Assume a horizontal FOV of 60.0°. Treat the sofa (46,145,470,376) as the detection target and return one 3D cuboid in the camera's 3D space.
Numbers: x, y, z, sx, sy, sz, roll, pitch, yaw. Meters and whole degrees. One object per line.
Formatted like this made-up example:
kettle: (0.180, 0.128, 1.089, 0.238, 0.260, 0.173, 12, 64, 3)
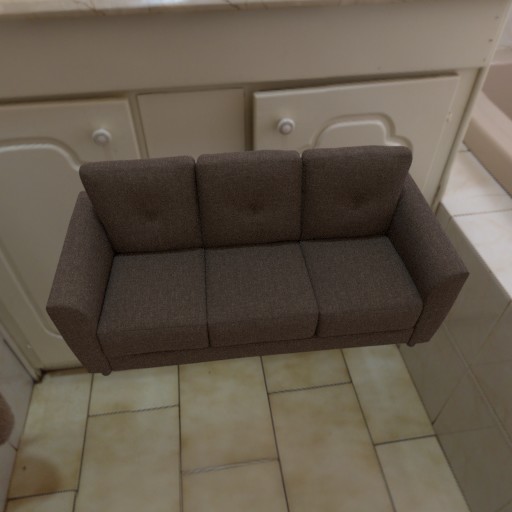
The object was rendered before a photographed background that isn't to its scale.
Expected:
sofa: (0.000, 0.000, 2.306, 1.847, 0.891, 0.837, -4, 45, -4)
